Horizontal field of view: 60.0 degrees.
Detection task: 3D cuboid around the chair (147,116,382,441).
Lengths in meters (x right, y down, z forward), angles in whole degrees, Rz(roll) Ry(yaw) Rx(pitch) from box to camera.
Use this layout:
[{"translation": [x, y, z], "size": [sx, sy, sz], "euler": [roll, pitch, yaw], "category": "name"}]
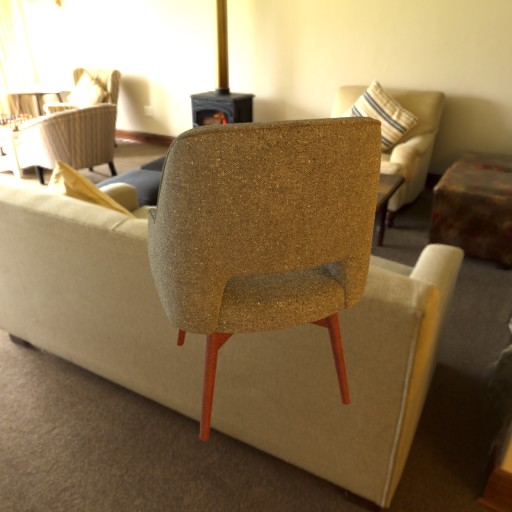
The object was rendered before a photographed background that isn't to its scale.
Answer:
[{"translation": [0.000, 0.000, 1.312], "size": [0.608, 0.875, 0.629], "euler": [-8, 28, -16], "category": "chair"}]
